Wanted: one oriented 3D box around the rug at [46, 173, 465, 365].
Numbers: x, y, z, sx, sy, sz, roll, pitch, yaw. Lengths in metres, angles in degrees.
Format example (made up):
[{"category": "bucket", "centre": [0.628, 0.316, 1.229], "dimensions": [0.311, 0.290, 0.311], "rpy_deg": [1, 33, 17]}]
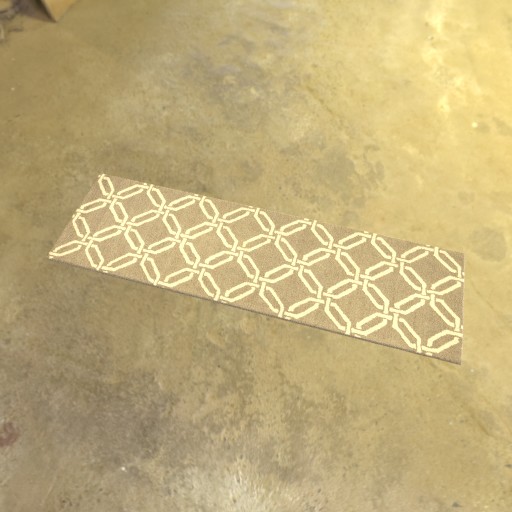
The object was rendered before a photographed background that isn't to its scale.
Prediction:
[{"category": "rug", "centre": [0.000, 0.000, 2.506], "dimensions": [2.276, 0.014, 0.678], "rpy_deg": [13, 58, 9]}]
